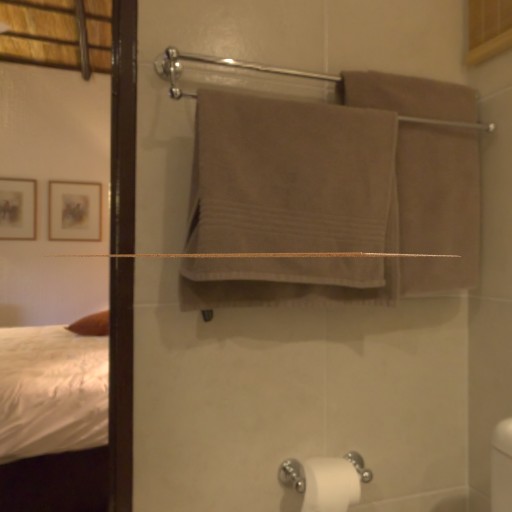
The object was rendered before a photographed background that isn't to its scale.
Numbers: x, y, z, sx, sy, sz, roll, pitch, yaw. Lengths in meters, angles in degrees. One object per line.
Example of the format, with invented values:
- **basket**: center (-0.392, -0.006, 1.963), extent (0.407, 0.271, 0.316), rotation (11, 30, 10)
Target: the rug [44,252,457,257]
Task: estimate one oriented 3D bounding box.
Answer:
- **rug**: center (0.000, 0.000, 4.186), extent (3.143, 0.008, 2.451), rotation (0, -1, 35)
